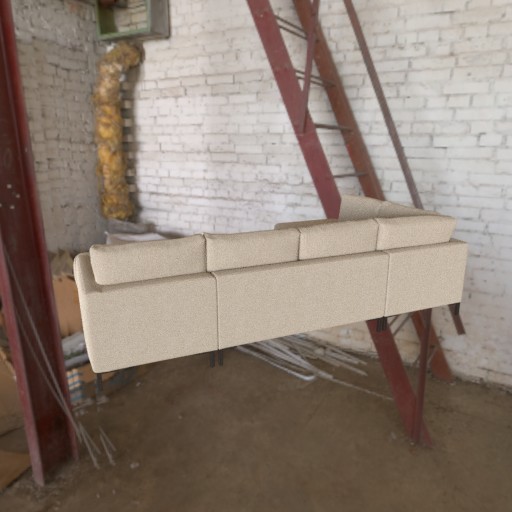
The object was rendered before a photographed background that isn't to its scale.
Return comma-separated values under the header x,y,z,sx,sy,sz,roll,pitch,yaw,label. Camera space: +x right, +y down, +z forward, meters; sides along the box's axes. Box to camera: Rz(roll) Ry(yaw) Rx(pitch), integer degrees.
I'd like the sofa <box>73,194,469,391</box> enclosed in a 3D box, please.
x,y,z,sx,sy,sz,roll,pitch,yaw,label
0.000,0.000,3.917,2.984,0.862,1.989,-7,17,-23,sofa
